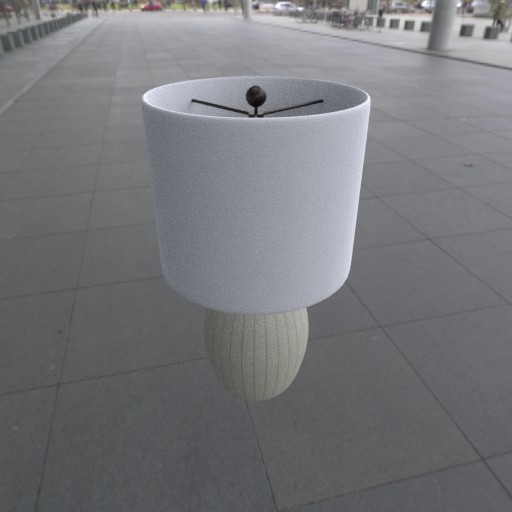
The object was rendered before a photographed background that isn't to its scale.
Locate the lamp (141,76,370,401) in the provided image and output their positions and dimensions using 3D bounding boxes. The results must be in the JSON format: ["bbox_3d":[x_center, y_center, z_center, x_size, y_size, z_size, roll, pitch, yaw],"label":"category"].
[{"bbox_3d":[0.000,0.000,0.784,0.329,0.570,0.329,1,30,1],"label":"lamp"}]
